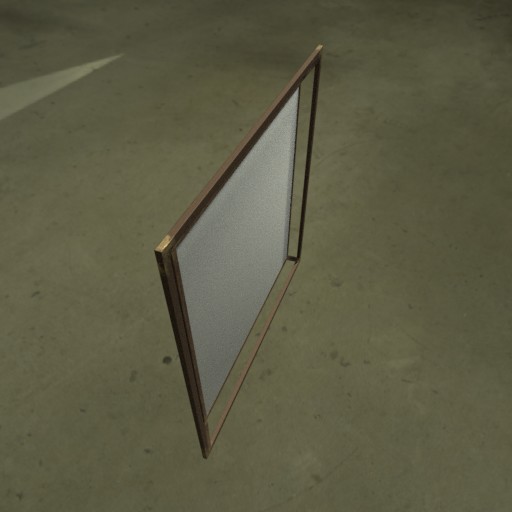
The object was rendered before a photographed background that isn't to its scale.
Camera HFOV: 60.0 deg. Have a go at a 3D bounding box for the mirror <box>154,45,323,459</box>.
[{"bbox_3d":[0.000,0.000,0.893,0.032,0.610,0.610,17,48,15],"label":"mirror"}]
